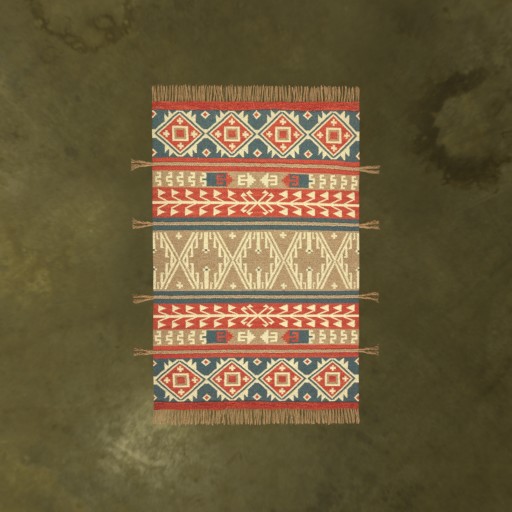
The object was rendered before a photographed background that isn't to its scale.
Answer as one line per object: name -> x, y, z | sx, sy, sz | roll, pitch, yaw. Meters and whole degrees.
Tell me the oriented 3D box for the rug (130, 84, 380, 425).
rug -> 0.000, 0.000, 3.177 | 1.778, 0.048, 2.450 | 0, 91, -1
